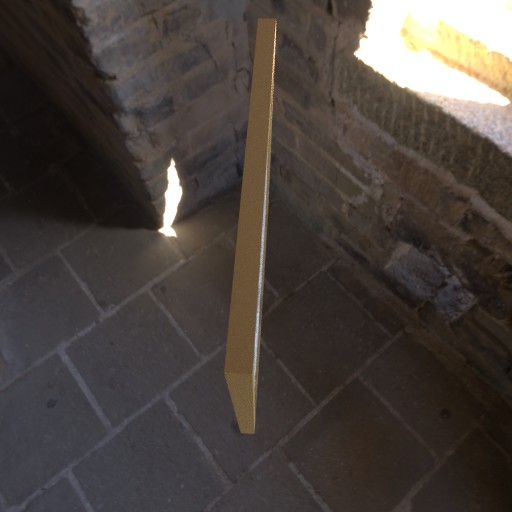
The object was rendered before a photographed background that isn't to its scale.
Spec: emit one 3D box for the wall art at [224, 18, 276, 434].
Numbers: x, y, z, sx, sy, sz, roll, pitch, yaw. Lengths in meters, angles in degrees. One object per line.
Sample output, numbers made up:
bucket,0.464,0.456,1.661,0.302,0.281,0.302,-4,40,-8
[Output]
wall art,0.000,0.000,2.833,0.099,1.926,1.926,3,62,2
